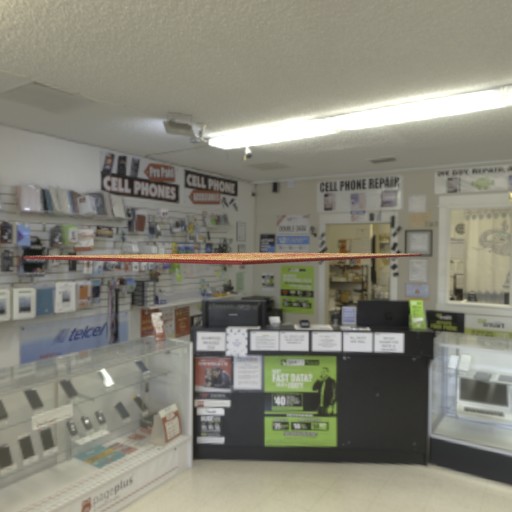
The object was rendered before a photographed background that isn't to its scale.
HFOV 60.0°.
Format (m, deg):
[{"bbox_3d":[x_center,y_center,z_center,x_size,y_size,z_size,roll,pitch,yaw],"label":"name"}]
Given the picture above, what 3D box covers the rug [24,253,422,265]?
[{"bbox_3d":[0.000,0.000,2.311,1.194,0.013,1.802,1,1,36],"label":"rug"}]
